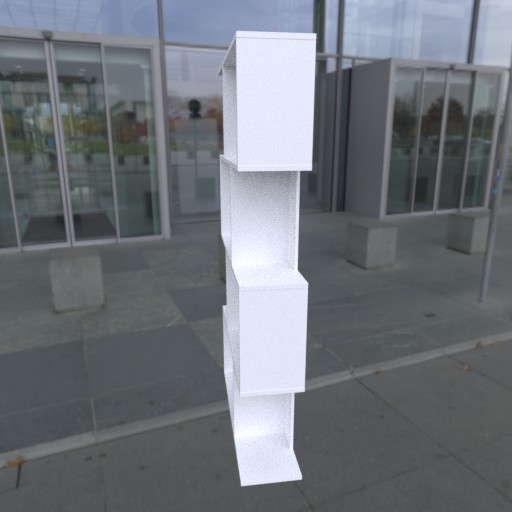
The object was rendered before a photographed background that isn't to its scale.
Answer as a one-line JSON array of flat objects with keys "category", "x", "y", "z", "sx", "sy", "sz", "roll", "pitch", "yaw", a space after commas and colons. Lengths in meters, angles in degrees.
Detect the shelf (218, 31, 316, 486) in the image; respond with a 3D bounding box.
[{"category": "shelf", "x": 0.000, "y": 0.000, "z": 1.990, "sx": 0.250, "sy": 1.650, "sz": 0.890, "roll": -2, "pitch": 15, "yaw": -8}]
